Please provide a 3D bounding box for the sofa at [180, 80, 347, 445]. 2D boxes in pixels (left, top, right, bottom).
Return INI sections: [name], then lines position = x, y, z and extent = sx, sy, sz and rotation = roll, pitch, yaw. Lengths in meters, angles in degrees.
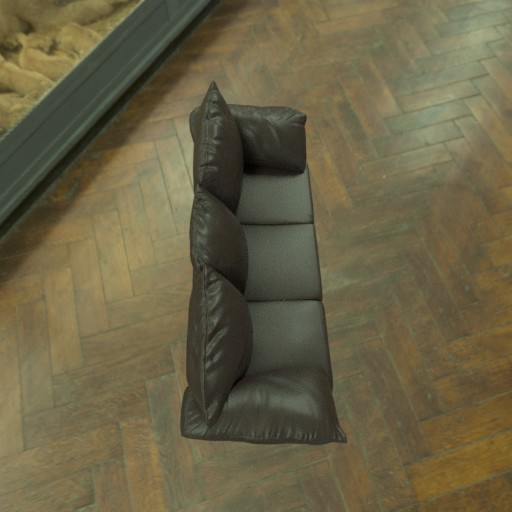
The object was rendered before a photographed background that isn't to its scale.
[sofa]
position = 0.000, 0.000, 2.989
extent = 0.907, 1.091, 2.390
rotation = -2, 63, -1
